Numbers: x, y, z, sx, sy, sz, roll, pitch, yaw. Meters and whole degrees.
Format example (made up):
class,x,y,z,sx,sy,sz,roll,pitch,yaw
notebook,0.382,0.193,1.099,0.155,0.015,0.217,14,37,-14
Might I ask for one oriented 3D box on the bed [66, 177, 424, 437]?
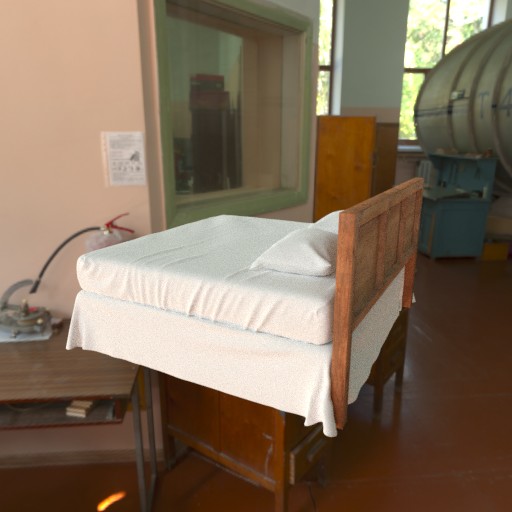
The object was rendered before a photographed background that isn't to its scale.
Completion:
class,x,y,z,sx,sy,sz,roll,pitch,yaw
bed,0.000,0.000,3.518,2.165,1.158,2.255,8,17,28
